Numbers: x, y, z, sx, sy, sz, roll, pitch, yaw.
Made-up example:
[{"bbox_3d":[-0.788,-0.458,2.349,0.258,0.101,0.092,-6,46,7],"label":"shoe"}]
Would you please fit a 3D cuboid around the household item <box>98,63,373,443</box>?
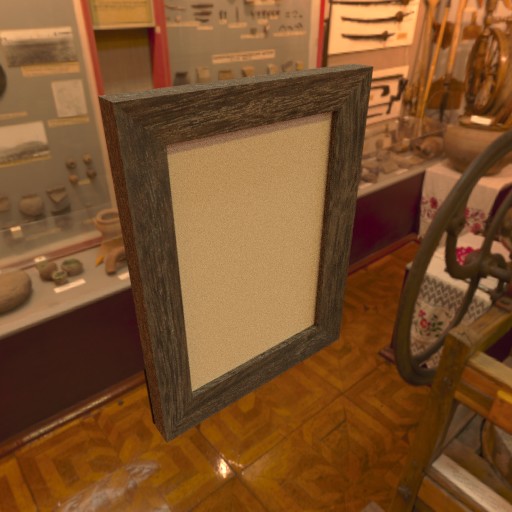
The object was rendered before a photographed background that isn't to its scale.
[{"bbox_3d":[0.000,0.000,0.279,0.160,0.210,0.020,-22,37,-32],"label":"household item"}]
